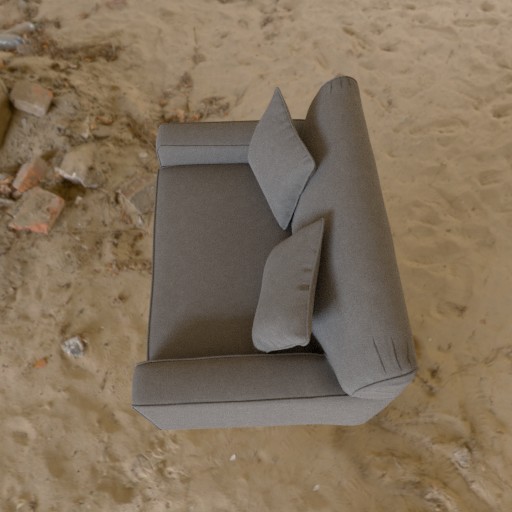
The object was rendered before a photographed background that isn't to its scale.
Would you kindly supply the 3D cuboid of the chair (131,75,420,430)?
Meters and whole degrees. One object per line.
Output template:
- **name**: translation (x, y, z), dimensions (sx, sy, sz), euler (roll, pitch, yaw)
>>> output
- **chair**: translation (0.000, 0.000, 2.026), dimensions (0.992, 0.953, 1.395), euler (-2, 60, -1)
